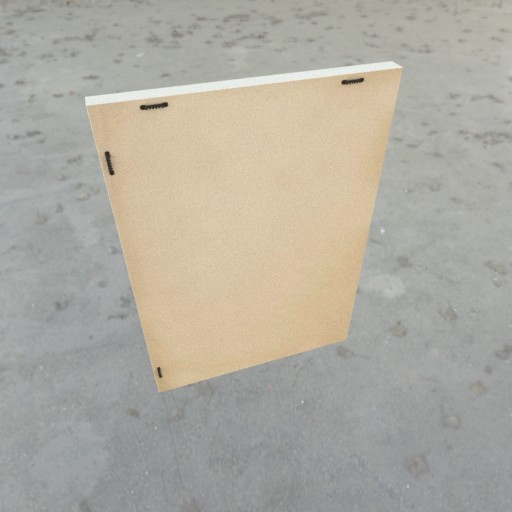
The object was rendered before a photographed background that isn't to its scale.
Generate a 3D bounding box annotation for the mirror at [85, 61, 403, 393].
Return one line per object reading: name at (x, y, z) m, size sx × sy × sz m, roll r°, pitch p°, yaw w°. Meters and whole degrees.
mirror at (0.000, 0.000, 0.916) m, size 0.507 × 0.710 × 0.039 m, roll -12°, pitch 42°, yaw -14°
